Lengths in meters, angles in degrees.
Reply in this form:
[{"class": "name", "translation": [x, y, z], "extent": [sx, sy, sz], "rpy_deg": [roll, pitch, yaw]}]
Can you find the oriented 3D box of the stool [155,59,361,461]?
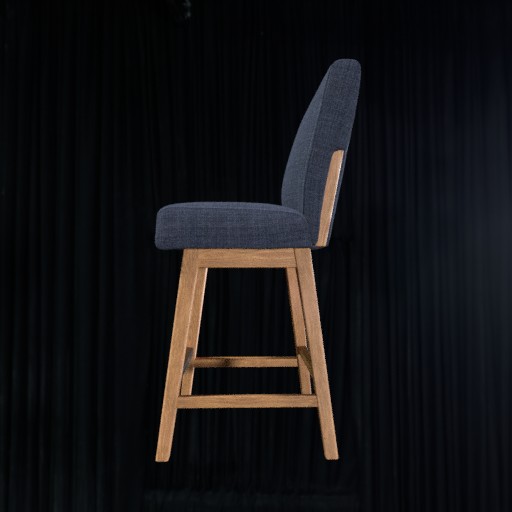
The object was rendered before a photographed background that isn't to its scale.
[{"class": "stool", "translation": [0.000, 0.000, 1.322], "extent": [0.526, 1.010, 0.459], "rpy_deg": [0, 1, -2]}]
